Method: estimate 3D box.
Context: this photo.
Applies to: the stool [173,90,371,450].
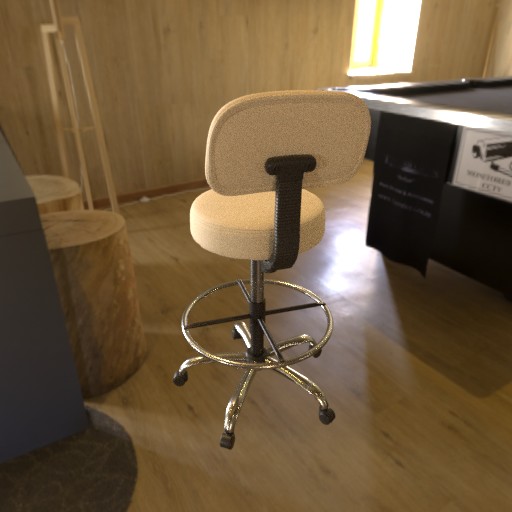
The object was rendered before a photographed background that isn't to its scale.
[{"bbox_3d":[0.000,0.000,1.446,0.609,1.080,0.616,-8,28,-15],"label":"stool"}]
